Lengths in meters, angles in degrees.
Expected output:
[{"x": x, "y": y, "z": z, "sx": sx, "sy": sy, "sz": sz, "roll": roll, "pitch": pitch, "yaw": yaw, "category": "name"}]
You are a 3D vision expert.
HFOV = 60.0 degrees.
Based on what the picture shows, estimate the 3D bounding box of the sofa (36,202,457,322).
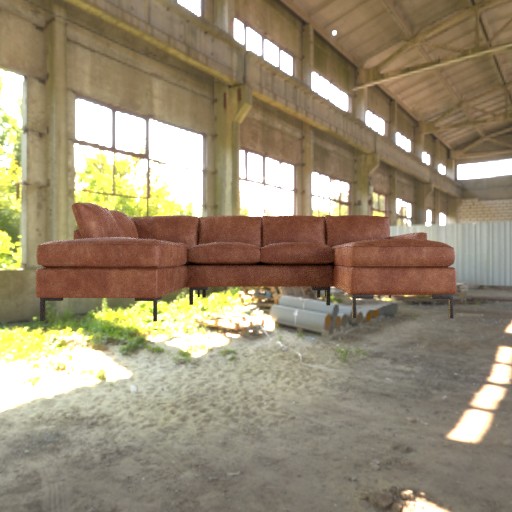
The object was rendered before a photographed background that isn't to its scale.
[{"x": 0.000, "y": 0.000, "z": 3.920, "sx": 2.956, "sy": 0.900, "sz": 1.939, "roll": 0, "pitch": 0, "yaw": 2, "category": "sofa"}]
